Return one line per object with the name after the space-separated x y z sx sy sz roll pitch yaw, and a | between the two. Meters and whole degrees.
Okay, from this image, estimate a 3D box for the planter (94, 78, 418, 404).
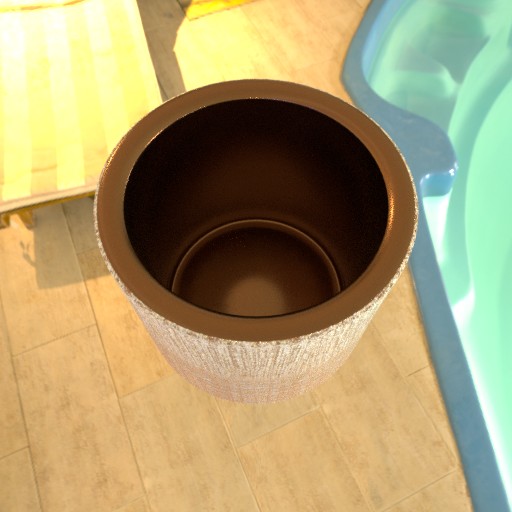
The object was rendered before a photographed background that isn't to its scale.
0.000 0.000 0.189 0.109 0.096 0.109 0 62 0 | planter
